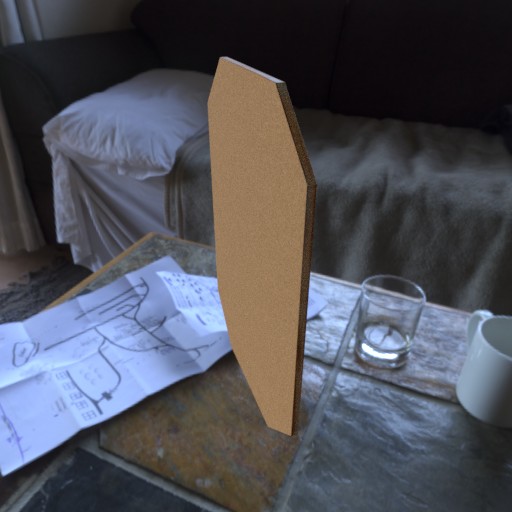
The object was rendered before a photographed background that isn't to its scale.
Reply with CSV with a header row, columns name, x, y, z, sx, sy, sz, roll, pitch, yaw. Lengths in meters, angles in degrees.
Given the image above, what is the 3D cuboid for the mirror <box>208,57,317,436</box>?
name,x,y,z,sx,sy,sz,roll,pitch,yaw
mirror,0.000,0.000,1.281,0.061,1.015,0.709,-11,33,-17
